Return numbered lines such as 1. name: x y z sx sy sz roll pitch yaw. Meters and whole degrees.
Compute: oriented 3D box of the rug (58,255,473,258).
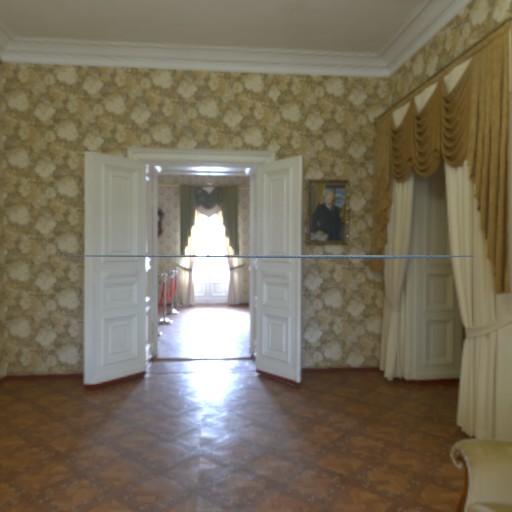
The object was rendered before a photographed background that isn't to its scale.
1. rug: 0.000 0.000 3.036 2.440 0.007 1.525 0 0 38
